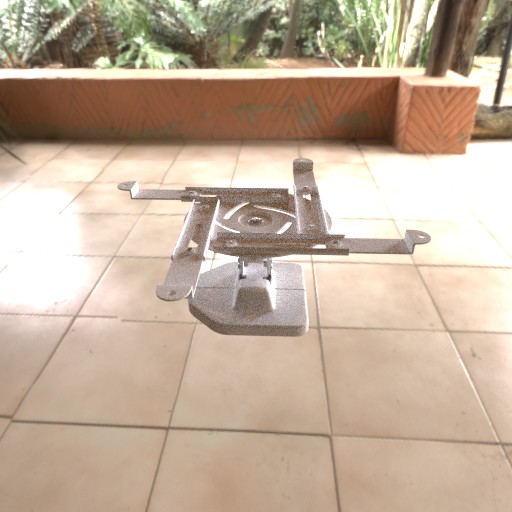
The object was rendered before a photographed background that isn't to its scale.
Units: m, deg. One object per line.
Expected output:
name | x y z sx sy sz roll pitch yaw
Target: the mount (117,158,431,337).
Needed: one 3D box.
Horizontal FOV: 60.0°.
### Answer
mount | 0.000 0.000 0.594 0.394 0.141 0.394 1 31 2
